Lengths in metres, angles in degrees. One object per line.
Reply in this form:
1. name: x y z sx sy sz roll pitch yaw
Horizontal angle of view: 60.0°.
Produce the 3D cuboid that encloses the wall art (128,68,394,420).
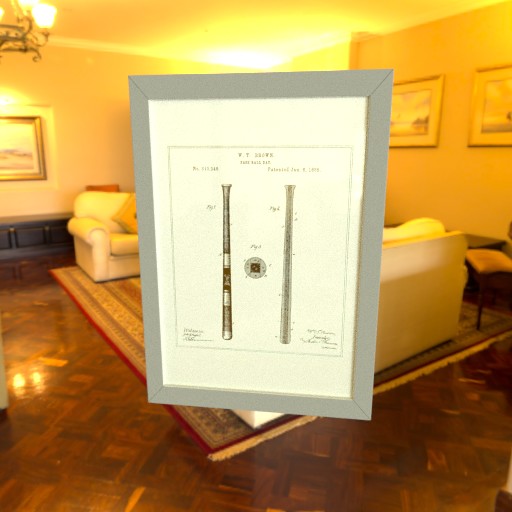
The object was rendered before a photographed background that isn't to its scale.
1. wall art: 0.000 0.000 0.683 0.374 0.529 0.012 2 13 8
